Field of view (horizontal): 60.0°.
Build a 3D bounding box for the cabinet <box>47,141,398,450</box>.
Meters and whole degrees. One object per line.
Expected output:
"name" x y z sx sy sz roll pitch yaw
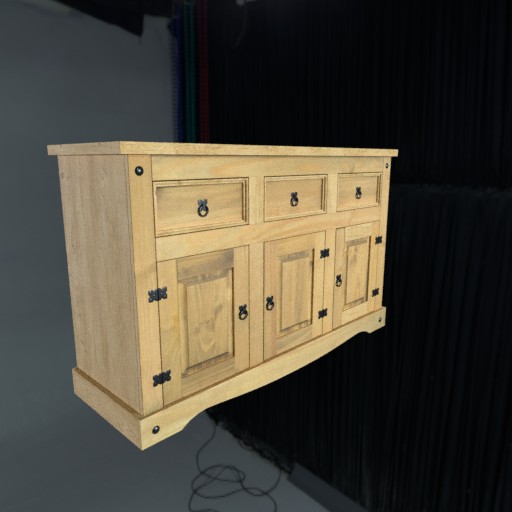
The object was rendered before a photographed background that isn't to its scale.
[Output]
"cabinet" 0.000 0.000 1.709 0.432 0.810 1.321 12 17 44
